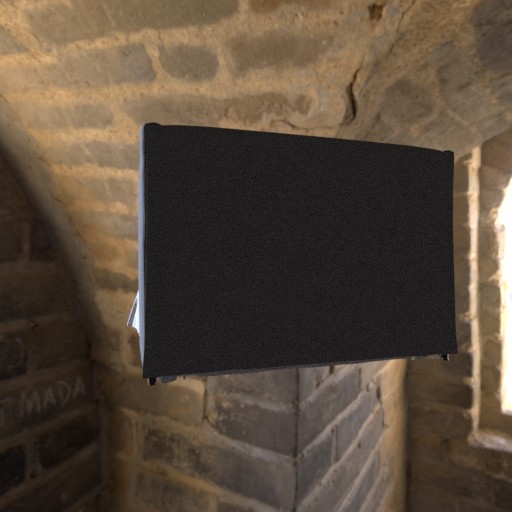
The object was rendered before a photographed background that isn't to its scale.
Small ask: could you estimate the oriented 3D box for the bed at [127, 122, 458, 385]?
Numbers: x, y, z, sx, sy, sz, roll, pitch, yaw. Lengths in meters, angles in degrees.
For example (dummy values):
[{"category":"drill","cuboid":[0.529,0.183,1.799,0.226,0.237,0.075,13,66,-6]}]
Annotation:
[{"category":"bed","cuboid":[0.000,0.000,3.543,1.925,1.332,2.276,0,-1,-18]}]
